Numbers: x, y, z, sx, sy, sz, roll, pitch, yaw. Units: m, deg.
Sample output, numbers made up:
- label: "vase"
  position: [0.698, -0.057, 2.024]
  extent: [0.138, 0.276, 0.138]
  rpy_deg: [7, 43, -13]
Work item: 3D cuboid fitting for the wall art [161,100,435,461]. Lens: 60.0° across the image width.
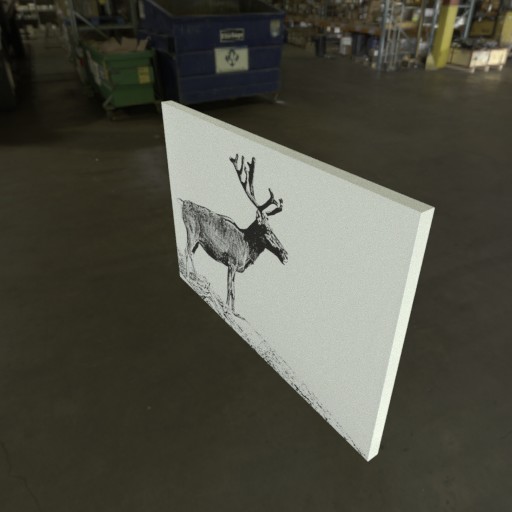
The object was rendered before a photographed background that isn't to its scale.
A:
- label: "wall art"
  position: [0.000, 0.000, 1.153]
  extent: [0.033, 0.617, 0.906]
  rpy_deg: [-21, 37, -30]
